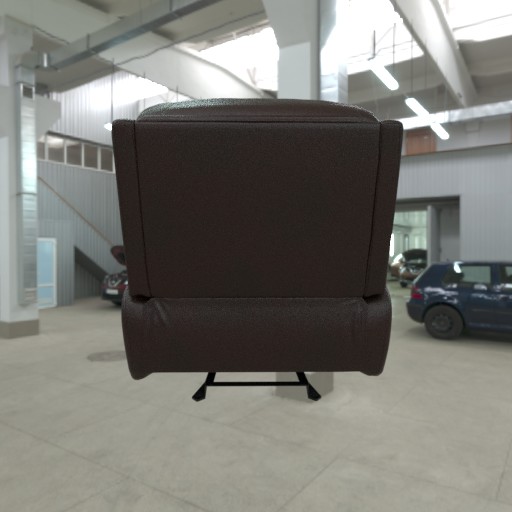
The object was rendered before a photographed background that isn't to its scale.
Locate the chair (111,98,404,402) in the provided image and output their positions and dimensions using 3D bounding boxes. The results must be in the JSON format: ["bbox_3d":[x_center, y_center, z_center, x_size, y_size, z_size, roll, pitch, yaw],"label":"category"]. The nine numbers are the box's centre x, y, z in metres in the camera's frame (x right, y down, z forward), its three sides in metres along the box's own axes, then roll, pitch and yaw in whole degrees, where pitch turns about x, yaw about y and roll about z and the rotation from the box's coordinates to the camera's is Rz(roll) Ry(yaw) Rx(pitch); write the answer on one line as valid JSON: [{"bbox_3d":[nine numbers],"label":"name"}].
[{"bbox_3d":[0.000,0.000,1.741,0.930,1.011,0.899,0,0,-1],"label":"chair"}]
